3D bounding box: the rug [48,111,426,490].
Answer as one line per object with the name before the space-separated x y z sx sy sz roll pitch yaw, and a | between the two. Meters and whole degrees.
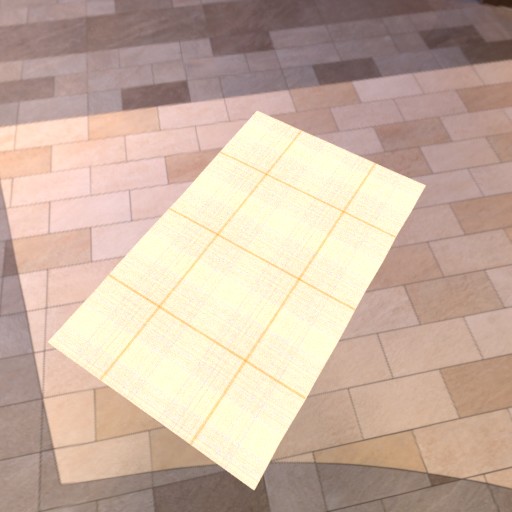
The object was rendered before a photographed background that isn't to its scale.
rug | 0.000 0.000 3.074 1.527 0.016 2.442 29 64 16
